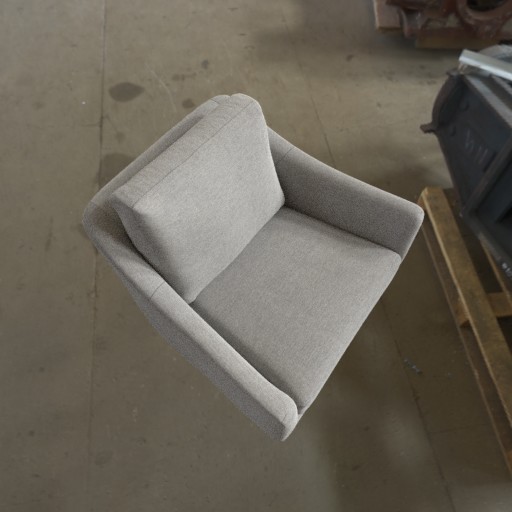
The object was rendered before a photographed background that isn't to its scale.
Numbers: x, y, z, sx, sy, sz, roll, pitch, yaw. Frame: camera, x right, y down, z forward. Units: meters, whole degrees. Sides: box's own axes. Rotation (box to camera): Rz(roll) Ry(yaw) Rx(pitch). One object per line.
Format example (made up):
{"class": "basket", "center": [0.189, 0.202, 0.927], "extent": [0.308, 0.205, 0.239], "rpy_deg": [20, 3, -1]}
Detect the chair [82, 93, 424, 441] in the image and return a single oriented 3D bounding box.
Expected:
{"class": "chair", "center": [0.000, 0.000, 1.760], "extent": [0.961, 0.902, 0.986], "rpy_deg": [32, 63, 18]}
